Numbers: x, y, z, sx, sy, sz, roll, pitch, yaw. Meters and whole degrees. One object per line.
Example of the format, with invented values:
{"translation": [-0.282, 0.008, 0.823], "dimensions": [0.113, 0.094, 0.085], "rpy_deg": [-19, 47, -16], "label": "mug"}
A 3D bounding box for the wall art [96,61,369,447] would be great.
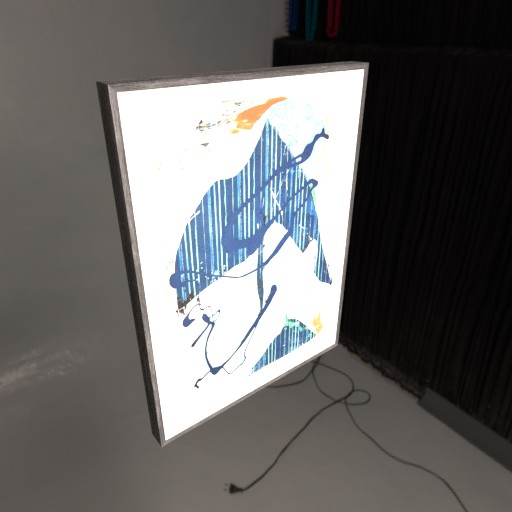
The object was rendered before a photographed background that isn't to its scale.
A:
{"translation": [0.000, 0.000, 1.309], "dimensions": [0.762, 1.016, 0.063], "rpy_deg": [-20, 34, -33], "label": "wall art"}
